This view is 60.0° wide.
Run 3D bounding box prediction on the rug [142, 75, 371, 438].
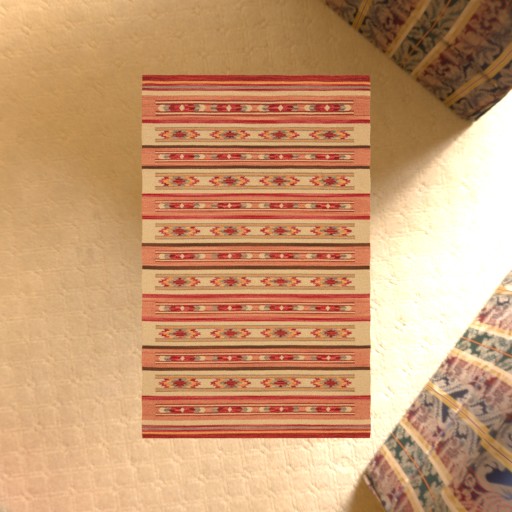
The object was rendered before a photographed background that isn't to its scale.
[{"bbox_3d":[0.000,0.000,2.967,1.535,0.010,2.431,0,89,0],"label":"rug"}]
